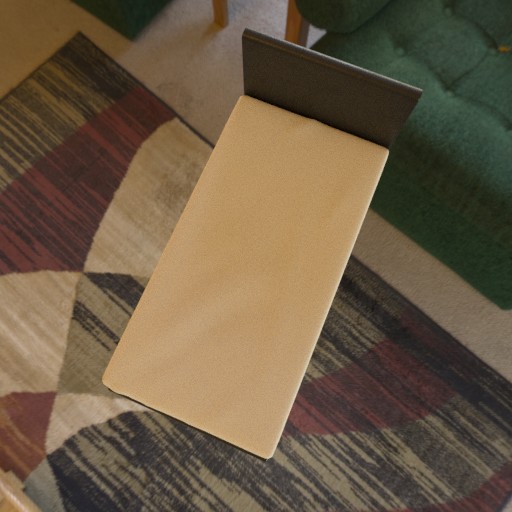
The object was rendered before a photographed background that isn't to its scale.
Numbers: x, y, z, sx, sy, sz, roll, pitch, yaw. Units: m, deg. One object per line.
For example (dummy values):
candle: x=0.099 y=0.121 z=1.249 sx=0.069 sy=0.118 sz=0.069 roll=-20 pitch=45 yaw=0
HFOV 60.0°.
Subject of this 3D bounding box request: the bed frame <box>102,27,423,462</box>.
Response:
bed frame: x=0.000 y=0.000 z=2.494 sx=1.038 sy=1.046 sz=2.152 roll=22 pitch=77 yaw=5
